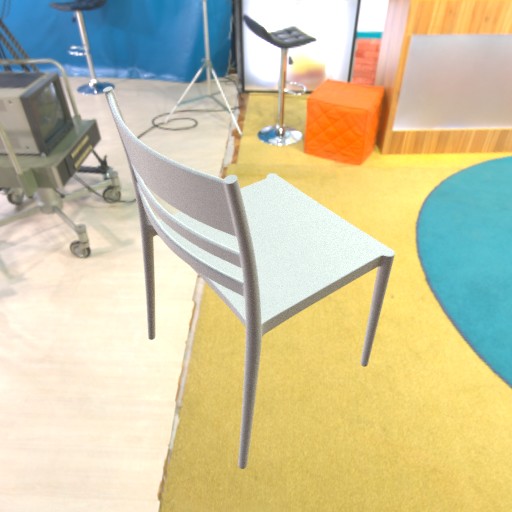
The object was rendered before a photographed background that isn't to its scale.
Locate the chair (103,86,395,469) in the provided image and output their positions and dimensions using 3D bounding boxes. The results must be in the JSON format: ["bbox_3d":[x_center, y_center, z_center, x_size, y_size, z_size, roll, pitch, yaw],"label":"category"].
[{"bbox_3d":[0.000,0.000,1.118,0.511,0.800,0.531,-25,46,-27],"label":"chair"}]
